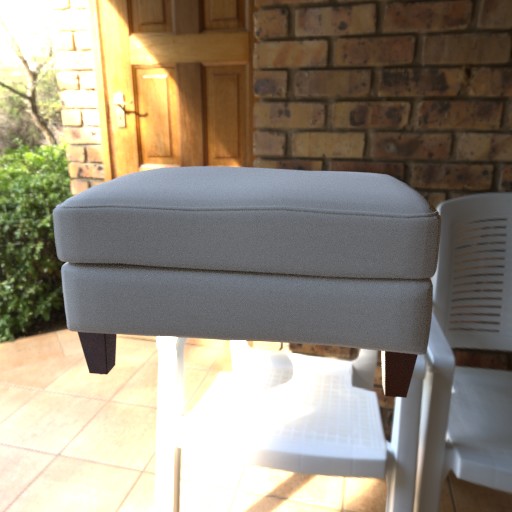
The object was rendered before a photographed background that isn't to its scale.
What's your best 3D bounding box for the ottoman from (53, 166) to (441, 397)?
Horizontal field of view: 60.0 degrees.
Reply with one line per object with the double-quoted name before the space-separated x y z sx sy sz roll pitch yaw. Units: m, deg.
"ottoman" 0.000 0.000 1.222 0.818 0.479 0.634 2 17 7
